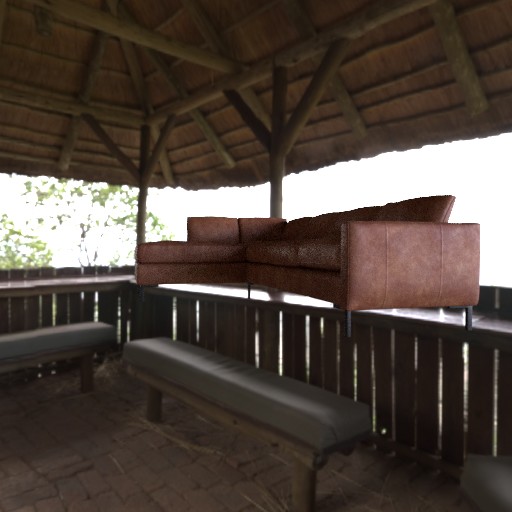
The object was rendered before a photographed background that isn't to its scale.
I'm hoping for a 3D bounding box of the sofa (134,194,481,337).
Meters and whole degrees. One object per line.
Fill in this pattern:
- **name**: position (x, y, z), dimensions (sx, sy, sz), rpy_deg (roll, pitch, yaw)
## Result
- **sofa**: position (0.000, 0.000, 3.798), dimensions (1.938, 0.877, 2.984), rpy_deg (0, 1, -17)
